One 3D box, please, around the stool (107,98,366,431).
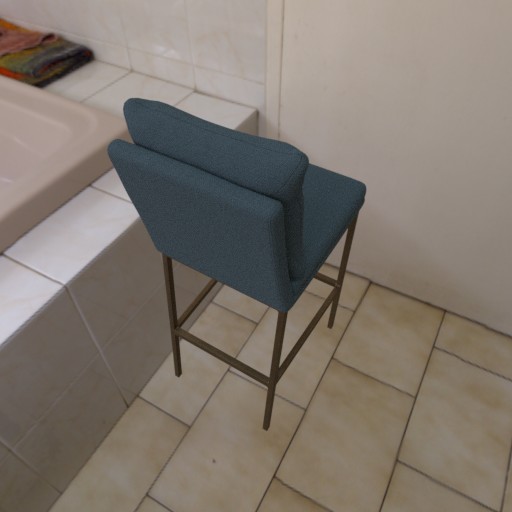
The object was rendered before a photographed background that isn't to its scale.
[{"bbox_3d":[0.000,0.000,1.402,0.463,1.124,0.568,24,52,21],"label":"stool"}]
